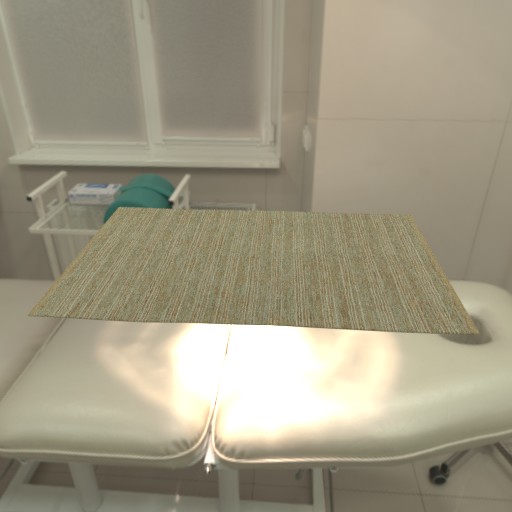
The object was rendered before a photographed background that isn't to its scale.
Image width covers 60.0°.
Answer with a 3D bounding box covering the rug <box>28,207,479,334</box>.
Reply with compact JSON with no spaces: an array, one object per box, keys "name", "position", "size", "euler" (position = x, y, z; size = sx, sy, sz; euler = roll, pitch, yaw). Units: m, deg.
[{"name":"rug","position":[0.000,0.000,3.049],"size":[2.448,0.012,1.540],"euler":[2,29,3]}]
